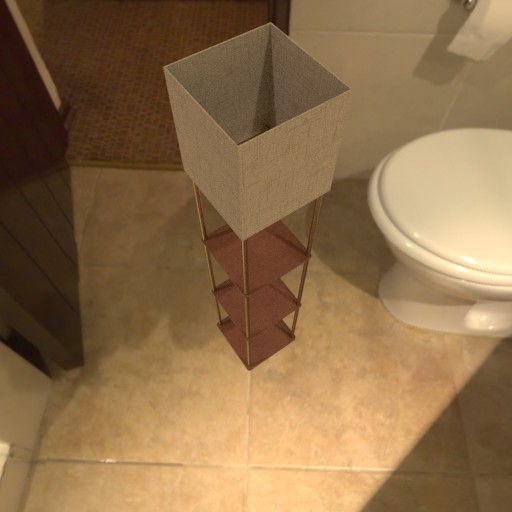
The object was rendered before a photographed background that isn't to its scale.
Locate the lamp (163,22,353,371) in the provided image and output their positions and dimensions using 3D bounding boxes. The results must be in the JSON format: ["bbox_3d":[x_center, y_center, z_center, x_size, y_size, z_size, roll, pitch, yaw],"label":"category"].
[{"bbox_3d":[0.000,0.000,1.676,0.308,1.569,0.310,-31,64,-17],"label":"lamp"}]
